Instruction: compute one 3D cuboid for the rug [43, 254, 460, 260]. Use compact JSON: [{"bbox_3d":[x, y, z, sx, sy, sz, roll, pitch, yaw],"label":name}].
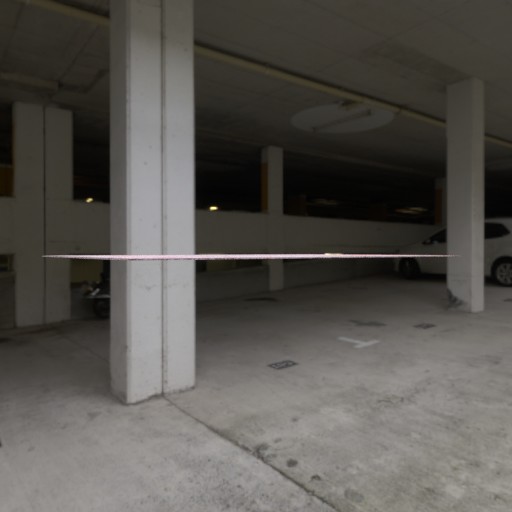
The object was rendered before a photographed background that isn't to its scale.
[{"bbox_3d":[0.000,0.000,2.325,1.829,0.005,1.219,0,1,-36],"label":"rug"}]
